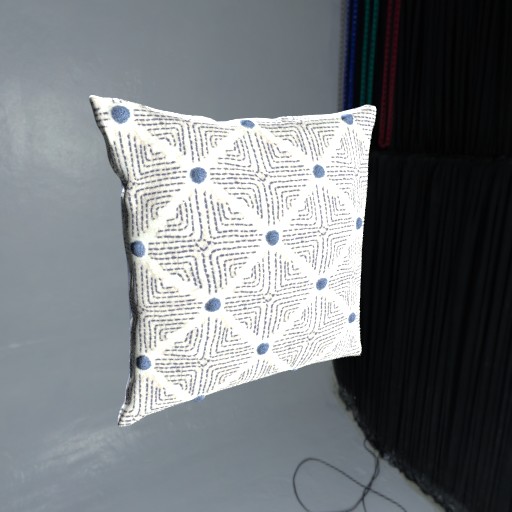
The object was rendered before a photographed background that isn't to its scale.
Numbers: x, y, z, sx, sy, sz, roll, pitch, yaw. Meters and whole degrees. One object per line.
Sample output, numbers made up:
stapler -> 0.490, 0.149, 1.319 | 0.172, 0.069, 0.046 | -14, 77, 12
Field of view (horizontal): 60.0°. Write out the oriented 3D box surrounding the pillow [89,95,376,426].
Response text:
pillow -> 0.000, 0.000, 0.769 | 0.510, 0.510, 0.145 | -8, 18, -27
